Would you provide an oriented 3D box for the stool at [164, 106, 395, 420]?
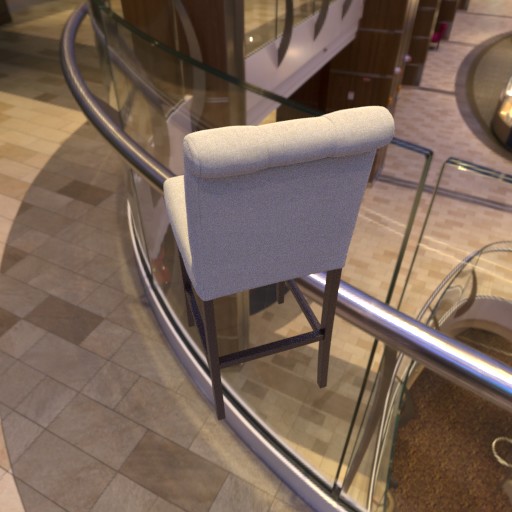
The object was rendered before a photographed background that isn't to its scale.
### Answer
[{"bbox_3d":[0.000,0.000,1.469,0.493,1.140,0.601,-13,42,-14],"label":"stool"}]
